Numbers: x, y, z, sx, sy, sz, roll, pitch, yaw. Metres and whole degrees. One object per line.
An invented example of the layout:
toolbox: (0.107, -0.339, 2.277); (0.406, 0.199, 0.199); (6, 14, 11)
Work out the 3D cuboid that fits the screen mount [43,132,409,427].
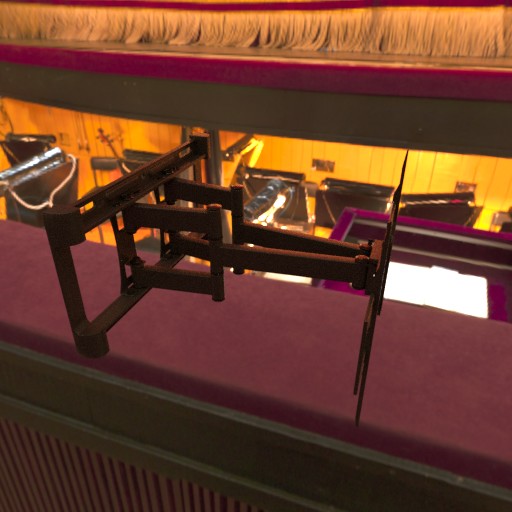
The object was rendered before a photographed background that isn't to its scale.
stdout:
screen mount: (0.000, 0.000, 1.123); (0.644, 0.491, 0.661); (10, 31, 17)
